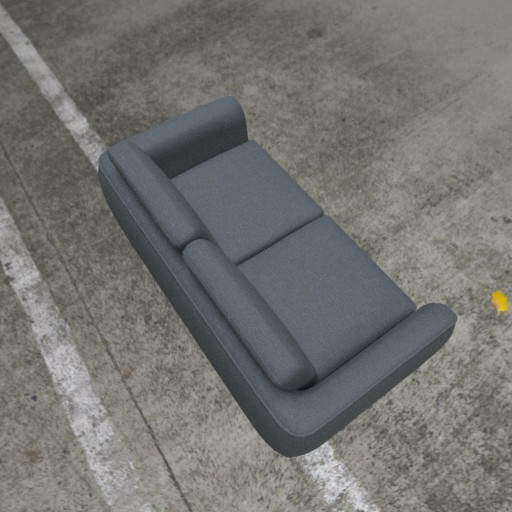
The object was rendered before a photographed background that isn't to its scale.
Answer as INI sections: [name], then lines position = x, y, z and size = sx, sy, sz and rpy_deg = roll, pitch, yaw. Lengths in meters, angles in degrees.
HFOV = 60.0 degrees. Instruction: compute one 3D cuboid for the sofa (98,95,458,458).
[sofa]
position = 0.000, 0.000, 2.172
size = 0.920, 0.850, 1.700
rpy_deg = -31, 63, -18
